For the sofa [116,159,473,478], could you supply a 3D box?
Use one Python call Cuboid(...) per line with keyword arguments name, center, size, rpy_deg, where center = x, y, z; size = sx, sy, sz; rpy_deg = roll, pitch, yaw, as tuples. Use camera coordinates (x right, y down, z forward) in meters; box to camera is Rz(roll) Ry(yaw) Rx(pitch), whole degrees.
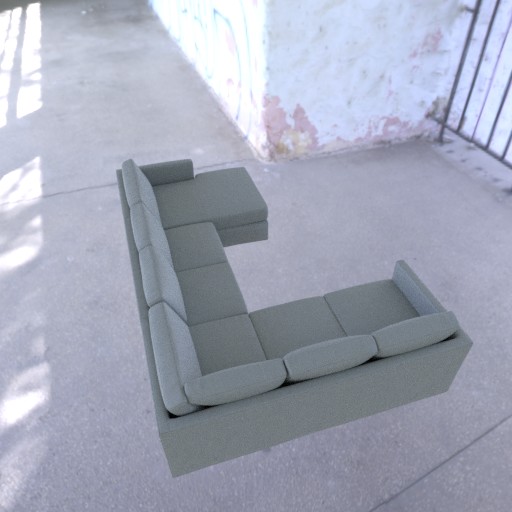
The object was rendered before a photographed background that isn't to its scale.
Cuboid(name="sofa", center=(0.000, 0.000, 4.507), size=(2.427, 0.882, 3.460), rpy_deg=(-12, 43, -13))
